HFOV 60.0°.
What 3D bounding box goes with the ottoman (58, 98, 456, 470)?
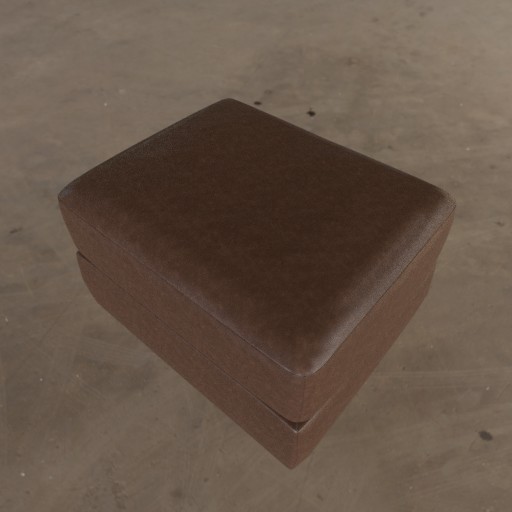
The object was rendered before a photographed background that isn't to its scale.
[{"bbox_3d":[0.000,0.000,1.118,0.751,0.476,0.603,32,55,26],"label":"ottoman"}]
